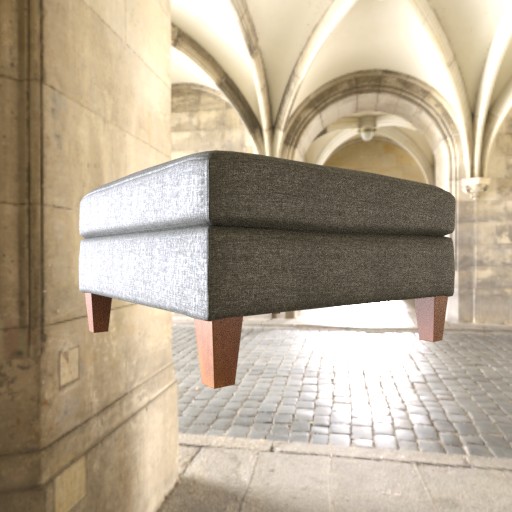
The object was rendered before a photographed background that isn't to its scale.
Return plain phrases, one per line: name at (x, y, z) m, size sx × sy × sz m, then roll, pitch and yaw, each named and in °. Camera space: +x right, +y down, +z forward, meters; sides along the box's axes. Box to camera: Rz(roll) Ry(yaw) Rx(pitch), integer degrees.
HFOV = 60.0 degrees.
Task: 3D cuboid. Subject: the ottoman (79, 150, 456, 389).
ottoman at (0.000, 0.000, 1.344) m, size 0.838 × 0.481 × 0.838 m, roll 0°, pitch 0°, yaw -37°
